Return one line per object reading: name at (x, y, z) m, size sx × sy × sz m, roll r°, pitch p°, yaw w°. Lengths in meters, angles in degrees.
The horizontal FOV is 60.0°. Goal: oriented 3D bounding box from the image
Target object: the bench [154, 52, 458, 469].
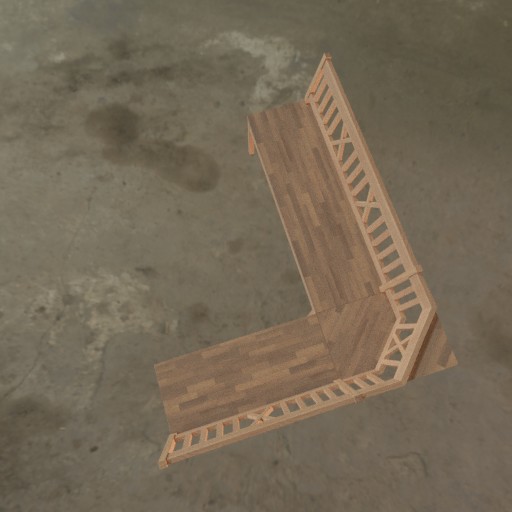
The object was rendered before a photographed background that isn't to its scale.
bench at (0.000, 0.000, 2.794) m, size 1.537 × 0.902 × 1.937 m, roll -17°, pitch 75°, yaw -5°
